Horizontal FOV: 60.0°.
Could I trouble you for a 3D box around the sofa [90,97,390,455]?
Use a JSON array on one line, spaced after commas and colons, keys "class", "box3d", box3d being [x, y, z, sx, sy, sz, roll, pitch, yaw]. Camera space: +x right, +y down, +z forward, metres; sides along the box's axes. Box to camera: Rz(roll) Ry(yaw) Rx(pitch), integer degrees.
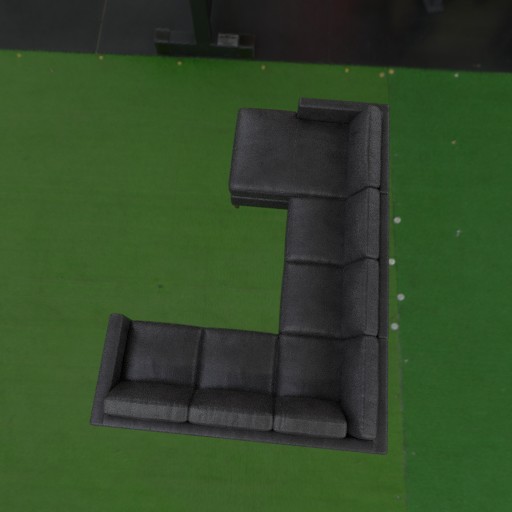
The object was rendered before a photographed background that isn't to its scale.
[{"class": "sofa", "box3d": [0.000, 0.000, 4.365, 2.452, 0.891, 3.324, 5, 73, 2]}]
